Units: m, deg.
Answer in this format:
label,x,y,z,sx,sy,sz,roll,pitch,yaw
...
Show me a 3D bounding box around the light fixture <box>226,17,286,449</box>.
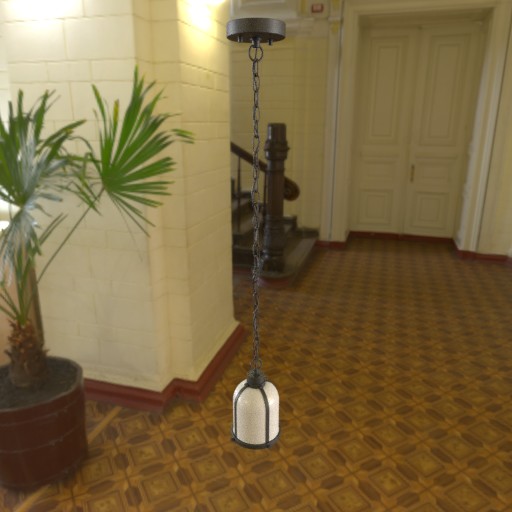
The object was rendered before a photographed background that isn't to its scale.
label,x,y,z,sx,sy,sz,roll,pitch,yaw
light fixture,0.000,0.000,1.251,0.178,1.181,0.178,-9,19,-28
